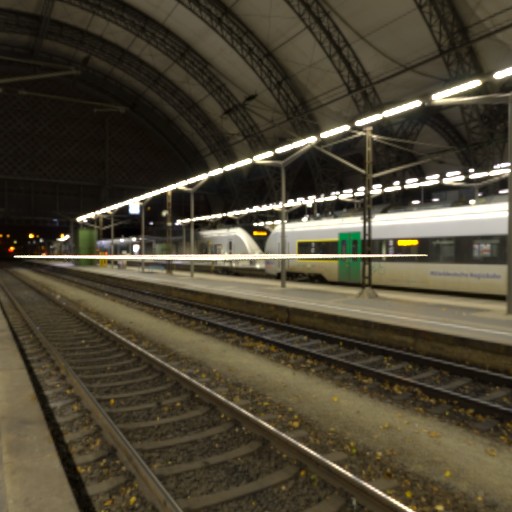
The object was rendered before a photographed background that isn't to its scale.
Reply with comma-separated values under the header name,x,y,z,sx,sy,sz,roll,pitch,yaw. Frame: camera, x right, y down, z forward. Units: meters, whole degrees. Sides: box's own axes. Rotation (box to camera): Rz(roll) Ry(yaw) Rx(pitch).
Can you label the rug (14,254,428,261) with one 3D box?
name,x,y,z,sx,sy,sz,roll,pitch,yaw
rug,0.000,0.000,1.059,0.556,0.004,0.868,0,1,37
